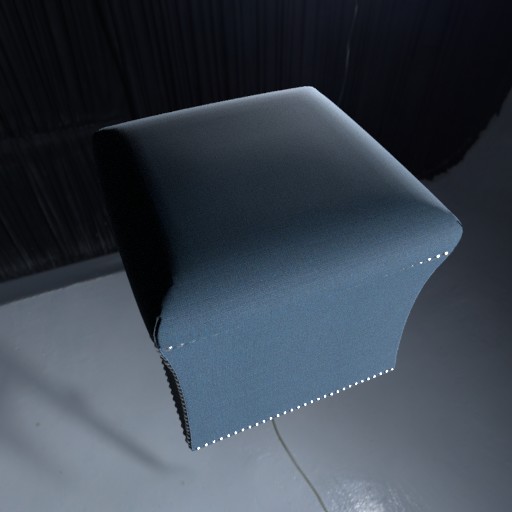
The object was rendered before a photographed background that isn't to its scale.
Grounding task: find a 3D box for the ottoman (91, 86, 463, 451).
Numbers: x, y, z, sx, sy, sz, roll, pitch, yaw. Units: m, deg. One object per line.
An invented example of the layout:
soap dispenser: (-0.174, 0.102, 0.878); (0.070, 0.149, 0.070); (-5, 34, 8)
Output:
ottoman: (0.000, 0.000, 0.891); (0.497, 0.475, 0.507); (-17, 49, -15)
